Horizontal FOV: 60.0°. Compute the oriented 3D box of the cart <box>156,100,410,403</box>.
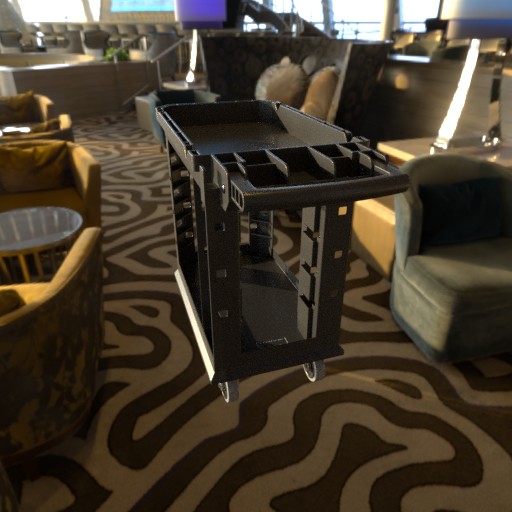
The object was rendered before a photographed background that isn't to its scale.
[{"bbox_3d":[0.000,0.000,1.561,0.497,0.884,1.061,-9,29,-16],"label":"cart"}]
